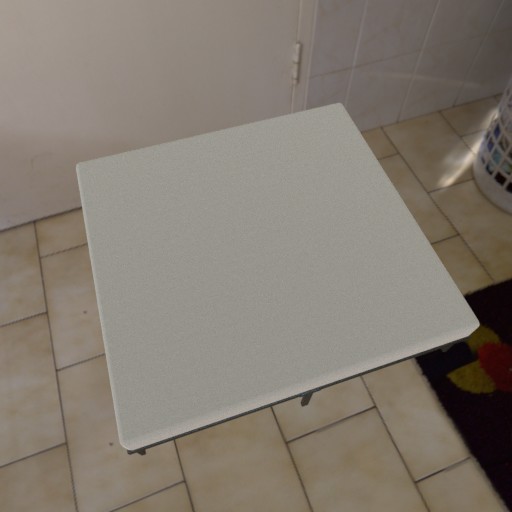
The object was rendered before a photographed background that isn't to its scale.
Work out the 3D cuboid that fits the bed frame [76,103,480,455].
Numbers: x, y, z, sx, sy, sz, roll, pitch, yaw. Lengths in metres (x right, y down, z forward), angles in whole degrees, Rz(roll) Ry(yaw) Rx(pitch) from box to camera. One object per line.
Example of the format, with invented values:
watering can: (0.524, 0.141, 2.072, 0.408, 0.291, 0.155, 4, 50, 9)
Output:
bed frame: (0.000, 0.000, 3.870, 2.635, 0.680, 2.526, -16, 60, -9)
